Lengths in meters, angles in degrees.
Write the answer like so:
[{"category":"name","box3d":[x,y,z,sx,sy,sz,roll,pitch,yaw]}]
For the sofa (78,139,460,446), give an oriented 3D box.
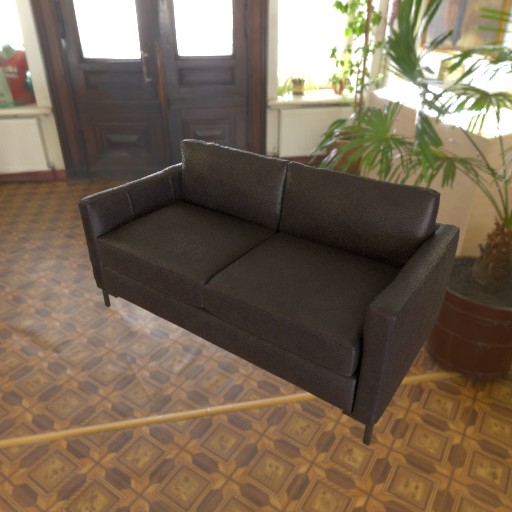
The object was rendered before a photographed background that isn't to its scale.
[{"category":"sofa","box3d":[0.000,0.000,2.335,1.805,0.883,0.947,18,34,28]}]
